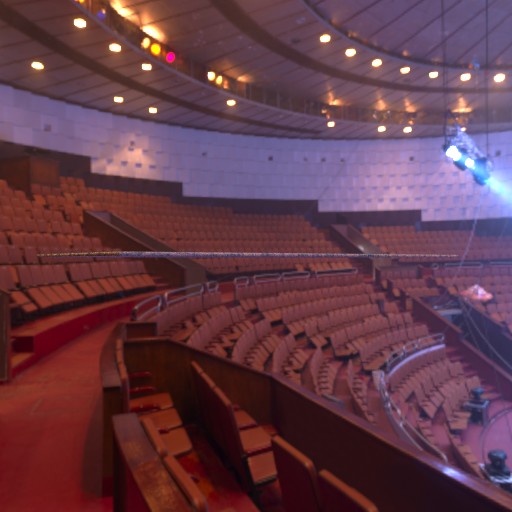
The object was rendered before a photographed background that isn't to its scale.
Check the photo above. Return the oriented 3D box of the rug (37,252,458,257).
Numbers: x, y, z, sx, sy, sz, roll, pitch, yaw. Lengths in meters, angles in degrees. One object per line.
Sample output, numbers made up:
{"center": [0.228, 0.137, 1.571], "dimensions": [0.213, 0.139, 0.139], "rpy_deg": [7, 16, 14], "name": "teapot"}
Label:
{"center": [0.000, 0.000, 3.013], "dimensions": [2.439, 0.015, 1.524], "rpy_deg": [0, 0, -37], "name": "rug"}
